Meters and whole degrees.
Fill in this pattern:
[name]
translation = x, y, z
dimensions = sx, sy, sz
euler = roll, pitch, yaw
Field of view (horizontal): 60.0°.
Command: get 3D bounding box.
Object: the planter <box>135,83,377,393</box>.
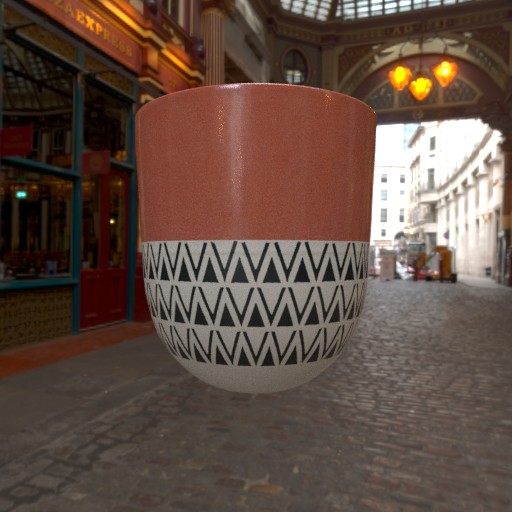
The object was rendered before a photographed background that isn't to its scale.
[planter]
translation = 0.000, 0.000, 0.370
dimensions = 0.195, 0.214, 0.195
euler = 0, 0, 0
